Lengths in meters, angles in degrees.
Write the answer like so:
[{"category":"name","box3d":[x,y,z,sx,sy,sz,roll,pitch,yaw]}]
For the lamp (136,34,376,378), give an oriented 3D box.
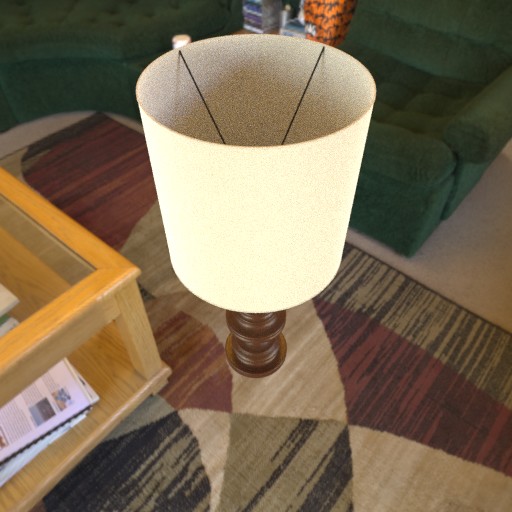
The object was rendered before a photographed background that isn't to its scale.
[{"category":"lamp","box3d":[0.000,0.000,0.558,0.208,0.455,0.208,17,49,15]}]
